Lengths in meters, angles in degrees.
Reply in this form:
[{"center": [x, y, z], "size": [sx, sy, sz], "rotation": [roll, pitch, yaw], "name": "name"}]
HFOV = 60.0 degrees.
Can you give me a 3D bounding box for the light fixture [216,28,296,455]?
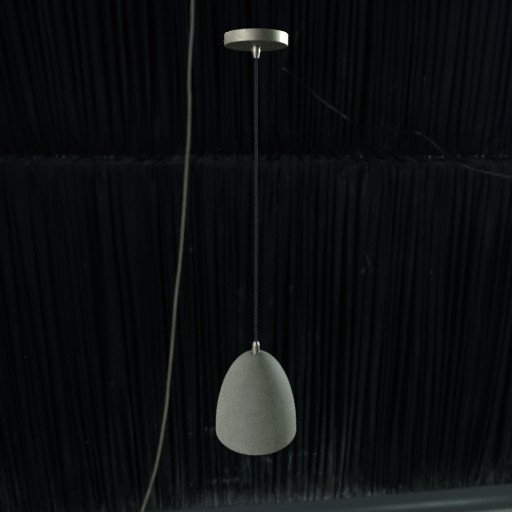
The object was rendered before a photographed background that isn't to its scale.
[{"center": [0.000, 0.000, 0.839], "size": [0.170, 0.759, 0.170], "rotation": [-2, 16, -8], "name": "light fixture"}]
